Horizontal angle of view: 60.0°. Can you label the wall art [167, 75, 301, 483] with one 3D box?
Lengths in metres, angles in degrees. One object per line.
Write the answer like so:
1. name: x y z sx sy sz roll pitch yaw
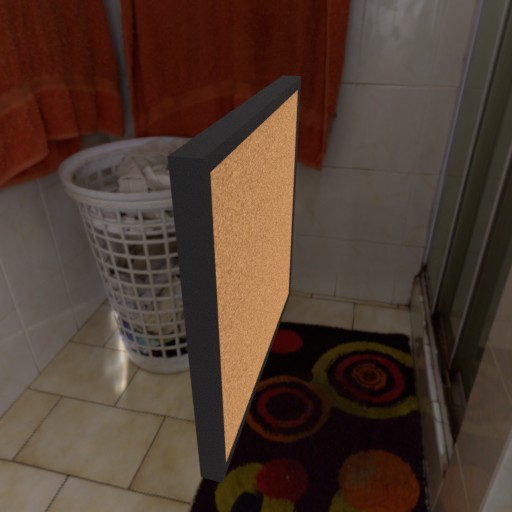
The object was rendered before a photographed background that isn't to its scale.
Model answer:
1. wall art: 0.000 0.000 0.757 0.036 0.503 0.506 8 31 13
